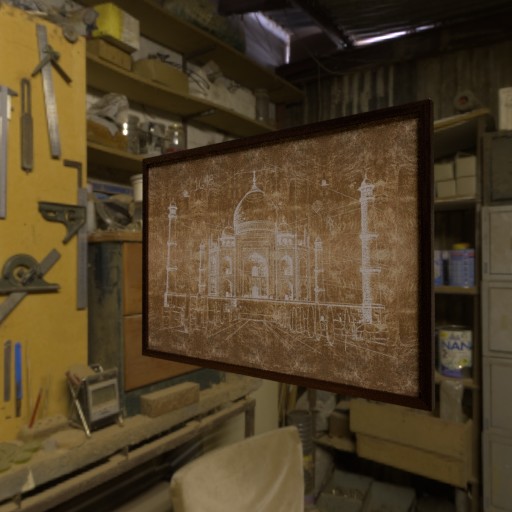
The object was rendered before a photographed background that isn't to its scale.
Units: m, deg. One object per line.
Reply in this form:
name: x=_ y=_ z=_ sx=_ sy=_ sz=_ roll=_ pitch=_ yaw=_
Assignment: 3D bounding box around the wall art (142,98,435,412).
wall art: x=0.000 y=0.000 z=0.563 sx=0.431 sy=0.304 sz=0.012 roll=0 pitch=-1 yaw=37
